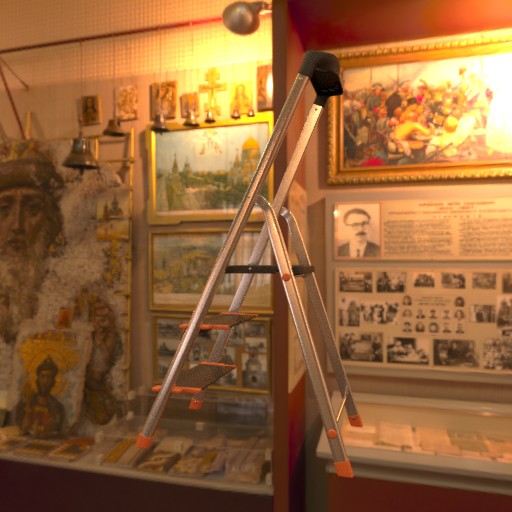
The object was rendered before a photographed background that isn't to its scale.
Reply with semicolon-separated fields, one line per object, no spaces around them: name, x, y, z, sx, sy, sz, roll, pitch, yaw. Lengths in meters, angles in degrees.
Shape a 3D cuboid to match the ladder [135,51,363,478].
ladder;0.000;0.000;1.523;0.686;1.229;0.416;0;-1;17
